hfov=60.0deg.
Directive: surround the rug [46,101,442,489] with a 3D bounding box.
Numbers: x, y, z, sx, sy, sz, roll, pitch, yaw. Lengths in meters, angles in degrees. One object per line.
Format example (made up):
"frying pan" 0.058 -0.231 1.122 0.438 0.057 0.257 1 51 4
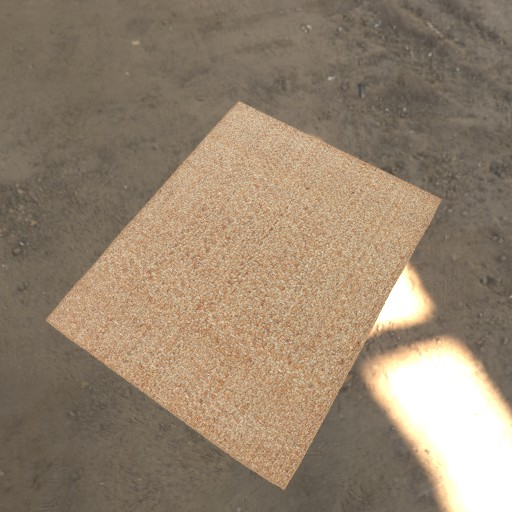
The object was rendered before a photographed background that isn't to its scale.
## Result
"rug" 0.000 0.000 4.102 2.439 0.013 3.048 30 67 14
